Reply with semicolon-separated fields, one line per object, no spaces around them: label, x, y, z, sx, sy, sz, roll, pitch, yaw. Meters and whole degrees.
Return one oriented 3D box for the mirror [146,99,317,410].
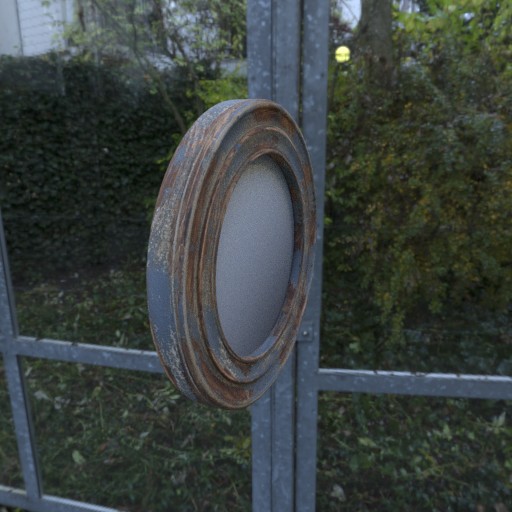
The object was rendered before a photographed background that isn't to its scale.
mirror;0.000;0.000;0.876;0.061;0.585;0.585;7;16;25
